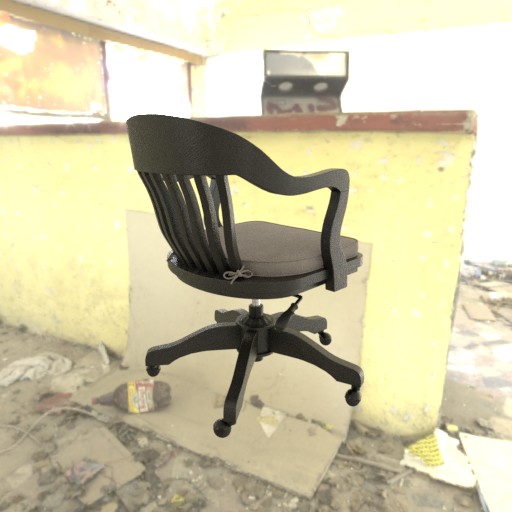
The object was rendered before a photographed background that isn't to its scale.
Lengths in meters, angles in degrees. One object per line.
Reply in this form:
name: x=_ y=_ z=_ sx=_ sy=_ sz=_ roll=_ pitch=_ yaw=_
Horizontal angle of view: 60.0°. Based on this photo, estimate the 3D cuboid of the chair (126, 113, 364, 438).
chair: x=0.000 y=0.000 z=1.482 sx=0.788 sy=0.878 sz=0.750 roll=-13 pitch=20 yaw=-41
